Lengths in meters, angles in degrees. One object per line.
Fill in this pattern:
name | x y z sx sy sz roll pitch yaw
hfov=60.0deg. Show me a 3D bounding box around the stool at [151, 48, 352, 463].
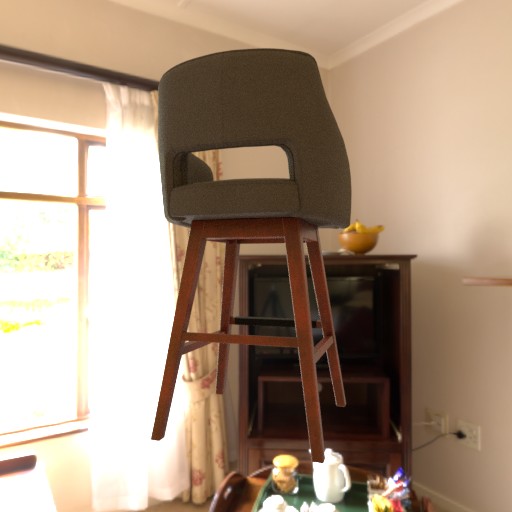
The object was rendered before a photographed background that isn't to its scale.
stool | 0.000 0.000 1.346 0.548 1.012 0.558 0 -1 18
